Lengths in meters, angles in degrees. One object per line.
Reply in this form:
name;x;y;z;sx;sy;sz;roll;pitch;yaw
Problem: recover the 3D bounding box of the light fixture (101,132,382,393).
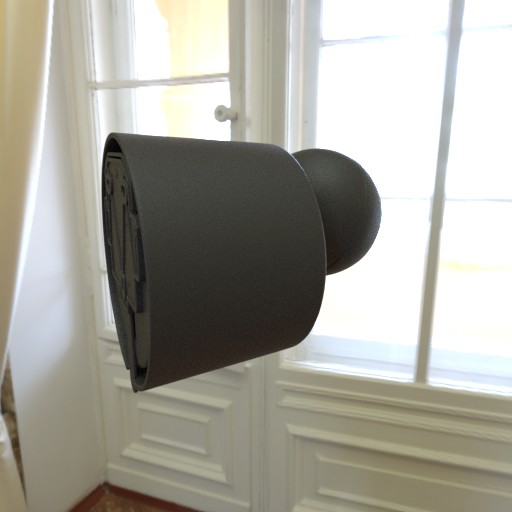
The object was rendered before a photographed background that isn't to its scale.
light fixture;0.000;0.000;0.270;0.160;0.143;0.134;-7;15;-25
